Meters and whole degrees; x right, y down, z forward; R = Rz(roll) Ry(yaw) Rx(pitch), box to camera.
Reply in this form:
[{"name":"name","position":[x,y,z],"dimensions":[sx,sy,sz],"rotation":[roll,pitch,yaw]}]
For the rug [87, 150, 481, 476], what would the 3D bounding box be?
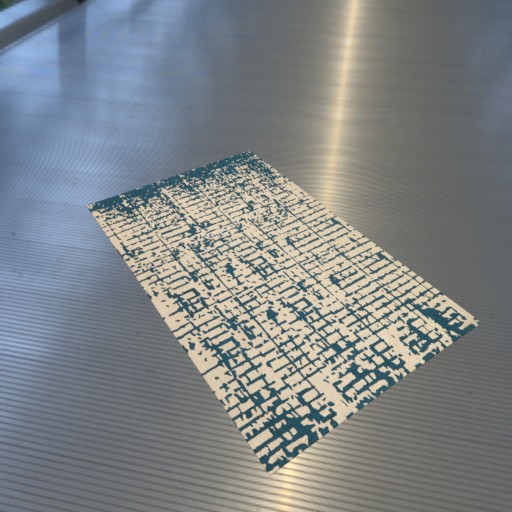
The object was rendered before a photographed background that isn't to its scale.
[{"name":"rug","position":[0.000,0.000,3.004],"dimensions":[1.517,0.011,2.435],"rotation":[-25,48,-25]}]
